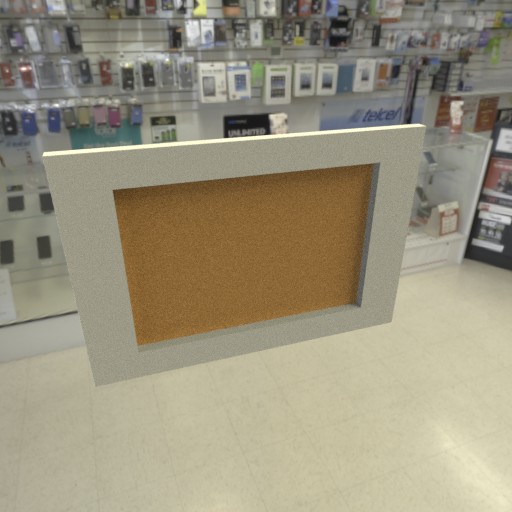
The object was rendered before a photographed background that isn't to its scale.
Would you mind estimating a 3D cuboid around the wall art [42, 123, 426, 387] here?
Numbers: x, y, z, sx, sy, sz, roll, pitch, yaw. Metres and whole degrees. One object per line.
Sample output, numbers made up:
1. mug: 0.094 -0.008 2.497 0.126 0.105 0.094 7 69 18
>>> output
1. wall art: 0.000 0.000 1.165 0.906 0.617 0.033 -9 29 -16
